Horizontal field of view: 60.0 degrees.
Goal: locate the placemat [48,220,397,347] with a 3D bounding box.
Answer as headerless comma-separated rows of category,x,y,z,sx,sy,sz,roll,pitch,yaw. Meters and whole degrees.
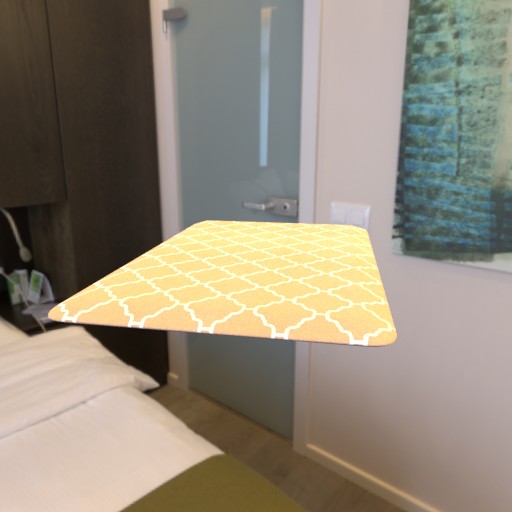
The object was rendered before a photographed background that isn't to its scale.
placemat,0.000,0.000,0.959,0.508,0.021,0.762,3,15,10
